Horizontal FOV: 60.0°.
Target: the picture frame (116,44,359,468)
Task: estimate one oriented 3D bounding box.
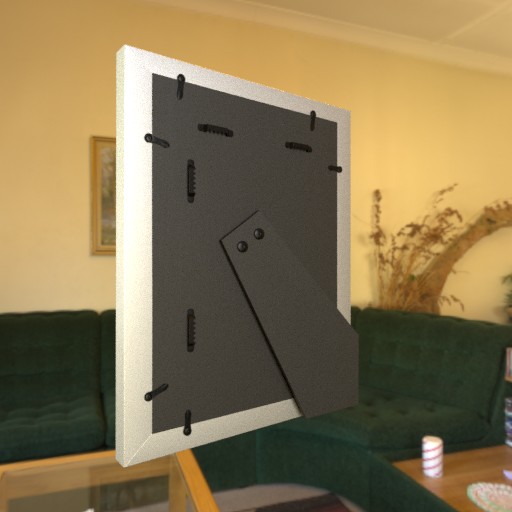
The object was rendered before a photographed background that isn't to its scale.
[{"bbox_3d":[0.000,0.000,0.500,0.307,0.386,0.036,0,0,-37],"label":"picture frame"}]
